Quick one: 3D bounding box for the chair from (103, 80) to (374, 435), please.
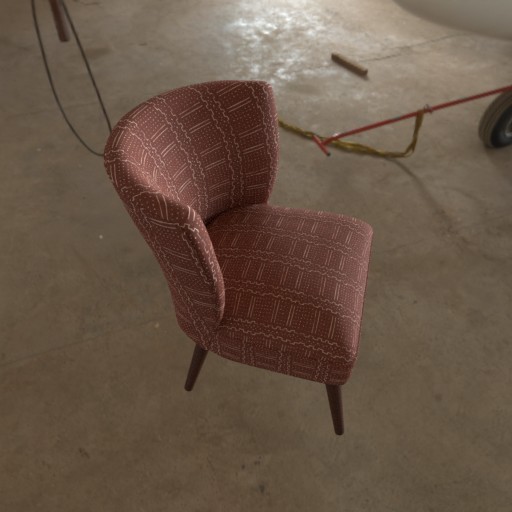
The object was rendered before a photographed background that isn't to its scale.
[{"bbox_3d":[0.000,0.000,1.412,0.758,0.866,0.706,11,46,11],"label":"chair"}]
